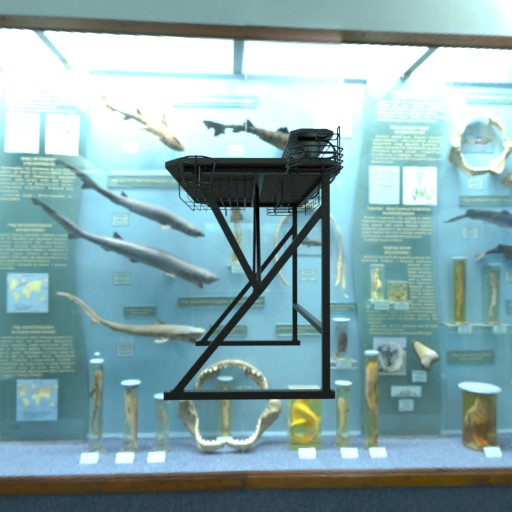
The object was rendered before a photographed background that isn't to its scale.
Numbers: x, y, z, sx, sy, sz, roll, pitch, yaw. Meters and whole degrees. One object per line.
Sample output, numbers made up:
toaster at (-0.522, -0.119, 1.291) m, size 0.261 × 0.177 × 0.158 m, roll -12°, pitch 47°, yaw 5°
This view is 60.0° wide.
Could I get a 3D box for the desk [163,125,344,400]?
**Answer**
desk at (0.000, 0.000, 1.784) m, size 0.580 × 0.880 × 1.290 m, roll 0°, pitch -1°, yaw -1°
